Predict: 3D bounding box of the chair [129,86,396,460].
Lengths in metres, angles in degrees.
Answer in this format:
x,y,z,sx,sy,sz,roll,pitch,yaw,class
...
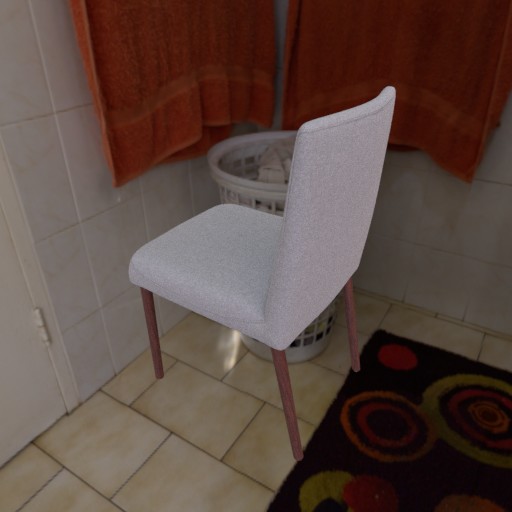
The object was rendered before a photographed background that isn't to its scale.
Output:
x,y,z,sx,sy,sz,roll,pitch,yaw,class
0.000,0.000,1.186,0.570,0.859,0.456,19,36,29,chair
